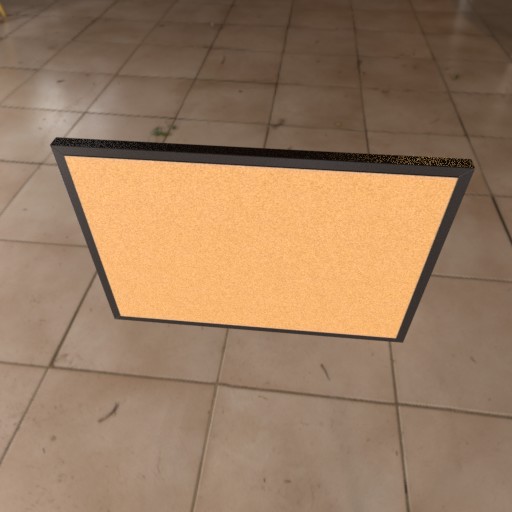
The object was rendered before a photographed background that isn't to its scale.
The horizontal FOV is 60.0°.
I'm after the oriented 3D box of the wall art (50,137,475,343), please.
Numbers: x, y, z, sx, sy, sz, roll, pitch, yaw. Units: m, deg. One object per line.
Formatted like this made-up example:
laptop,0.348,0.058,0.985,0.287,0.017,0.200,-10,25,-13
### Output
wall art,0.000,0.000,0.852,0.657,0.458,0.027,4,45,4
